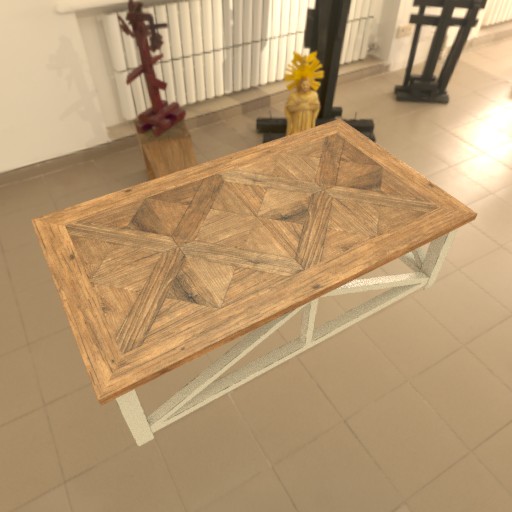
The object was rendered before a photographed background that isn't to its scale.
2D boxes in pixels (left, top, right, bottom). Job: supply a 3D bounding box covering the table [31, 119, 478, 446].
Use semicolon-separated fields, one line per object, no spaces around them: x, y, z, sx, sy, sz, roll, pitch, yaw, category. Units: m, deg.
0.000;0.000;1.745;1.400;0.410;0.800;-23;50;-21;table
